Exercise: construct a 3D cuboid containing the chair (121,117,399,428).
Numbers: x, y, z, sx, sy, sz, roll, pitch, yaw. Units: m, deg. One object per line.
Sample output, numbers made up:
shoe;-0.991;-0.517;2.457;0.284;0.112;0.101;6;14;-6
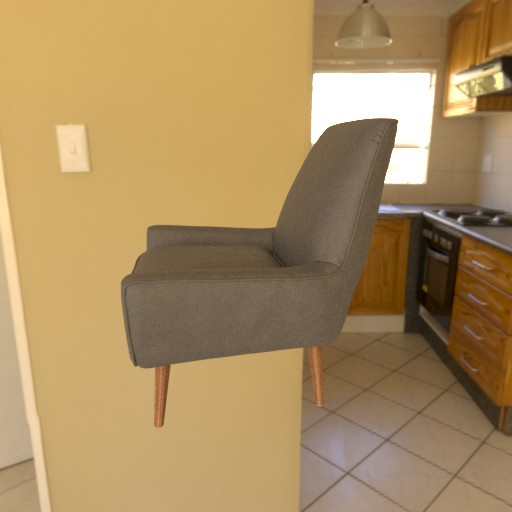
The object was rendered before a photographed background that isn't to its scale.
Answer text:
chair;0.000;0.000;1.504;0.822;0.888;0.787;-2;14;-8
